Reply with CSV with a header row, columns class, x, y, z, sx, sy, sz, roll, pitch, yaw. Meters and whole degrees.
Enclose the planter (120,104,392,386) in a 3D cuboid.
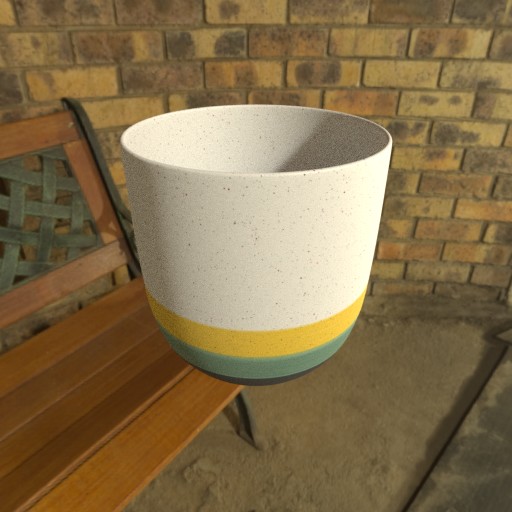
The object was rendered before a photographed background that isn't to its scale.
class,x,y,z,sx,sy,sz,roll,pitch,yaw
planter,0.000,0.000,0.380,0.195,0.214,0.195,0,30,0
